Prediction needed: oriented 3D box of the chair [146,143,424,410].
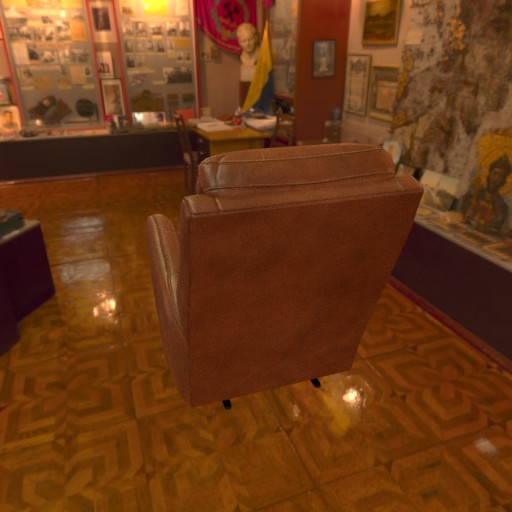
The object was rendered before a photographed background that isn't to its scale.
[{"bbox_3d":[0.000,0.000,1.778,0.821,1.016,1.072,-8,27,-17],"label":"chair"}]
